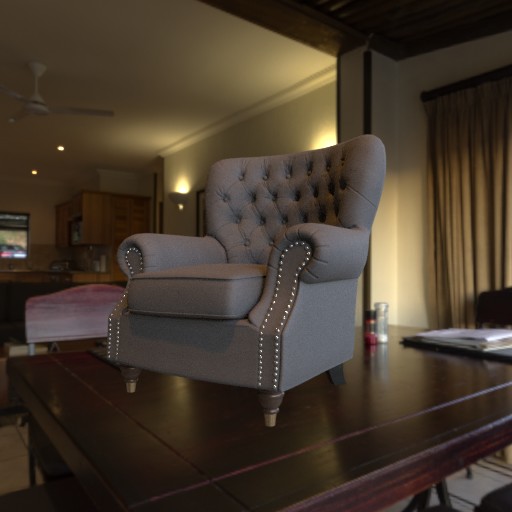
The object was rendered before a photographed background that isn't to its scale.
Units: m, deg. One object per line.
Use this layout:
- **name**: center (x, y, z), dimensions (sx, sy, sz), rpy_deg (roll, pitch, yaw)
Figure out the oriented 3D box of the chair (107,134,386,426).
- **chair**: center (0.000, 0.000, 1.849), dimensions (0.983, 1.046, 0.983), rpy_deg (-1, -2, 34)
